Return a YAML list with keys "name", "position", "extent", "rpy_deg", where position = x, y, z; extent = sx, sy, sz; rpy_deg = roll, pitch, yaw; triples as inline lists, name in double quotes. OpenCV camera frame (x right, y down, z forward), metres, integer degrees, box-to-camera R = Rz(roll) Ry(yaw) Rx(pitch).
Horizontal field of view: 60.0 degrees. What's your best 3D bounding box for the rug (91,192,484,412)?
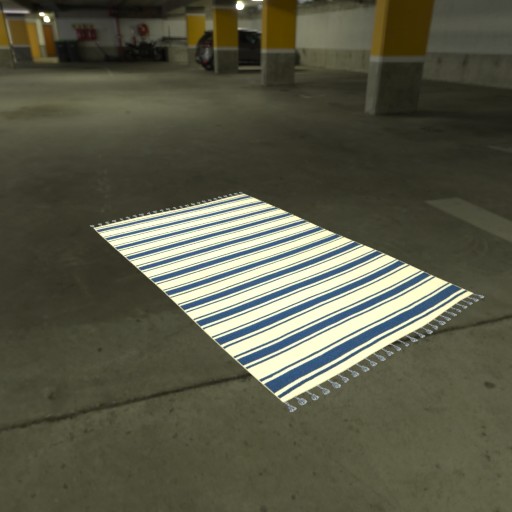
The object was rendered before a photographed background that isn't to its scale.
- name: "rug"
  position: [0.000, 0.000, 2.574]
  extent: [1.248, 0.009, 2.108]
  rpy_deg: [-18, 31, -32]
